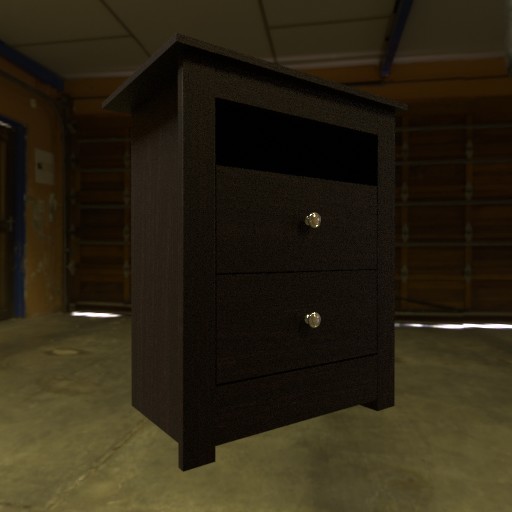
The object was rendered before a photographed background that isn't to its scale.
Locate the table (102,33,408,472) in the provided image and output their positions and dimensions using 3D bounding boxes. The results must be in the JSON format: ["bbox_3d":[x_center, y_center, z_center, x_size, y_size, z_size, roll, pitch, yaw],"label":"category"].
[{"bbox_3d":[0.000,0.000,1.037,0.591,0.711,0.406,0,0,-35],"label":"table"}]
